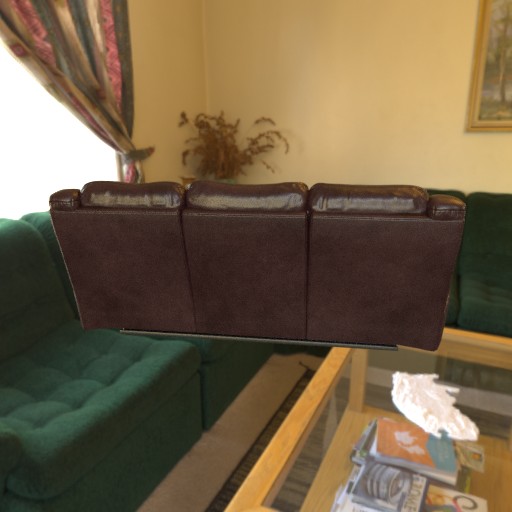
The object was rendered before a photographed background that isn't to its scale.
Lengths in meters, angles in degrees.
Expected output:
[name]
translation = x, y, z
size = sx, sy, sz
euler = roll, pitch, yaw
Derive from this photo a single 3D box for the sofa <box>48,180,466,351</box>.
[sofa]
translation = 0.000, 0.000, 2.871
size = 2.337, 1.043, 0.991
euler = 2, 15, 8
